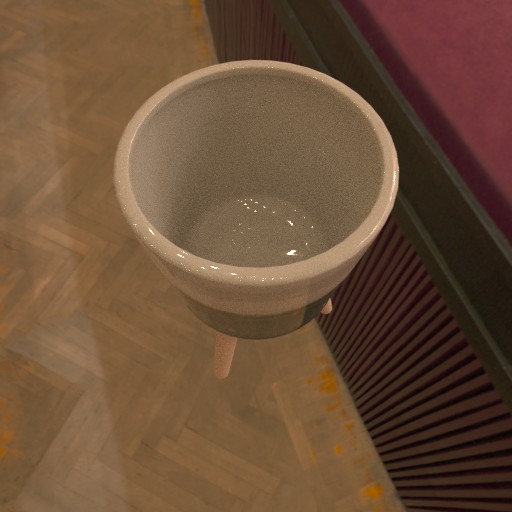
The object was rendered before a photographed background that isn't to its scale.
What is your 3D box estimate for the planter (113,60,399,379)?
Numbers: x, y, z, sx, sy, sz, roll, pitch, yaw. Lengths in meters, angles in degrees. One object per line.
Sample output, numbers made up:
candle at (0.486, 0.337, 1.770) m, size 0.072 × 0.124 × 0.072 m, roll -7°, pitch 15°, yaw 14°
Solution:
planter at (0.000, 0.000, 0.482) m, size 0.217 × 0.331 × 0.217 m, roll -17°, pitch 63°, yaw -9°
